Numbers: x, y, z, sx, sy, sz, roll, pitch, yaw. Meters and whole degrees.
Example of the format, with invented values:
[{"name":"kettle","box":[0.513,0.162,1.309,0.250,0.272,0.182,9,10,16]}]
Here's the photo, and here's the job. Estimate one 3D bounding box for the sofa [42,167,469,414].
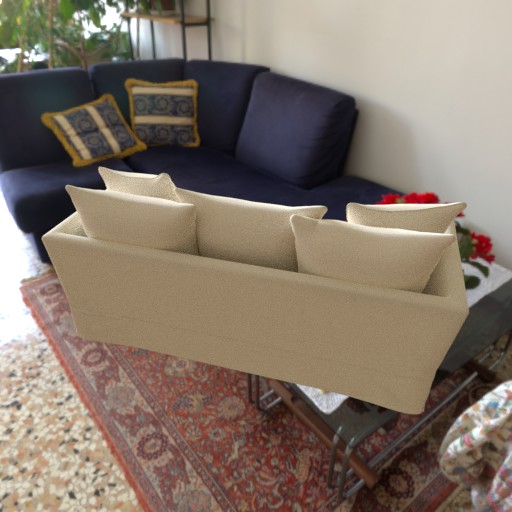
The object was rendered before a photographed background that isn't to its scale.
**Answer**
[{"name":"sofa","box":[0.000,0.000,2.762,2.290,1.034,1.031,9,34,14]}]
